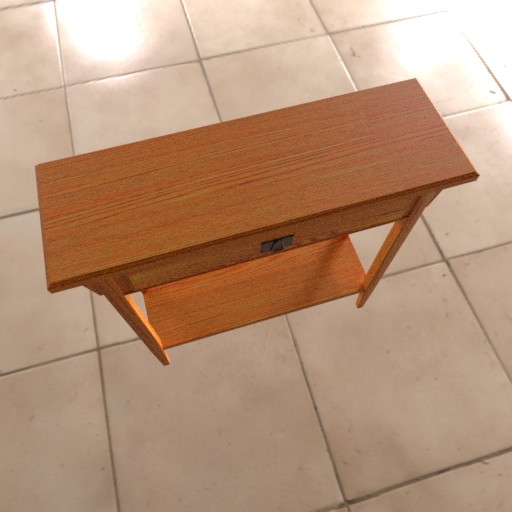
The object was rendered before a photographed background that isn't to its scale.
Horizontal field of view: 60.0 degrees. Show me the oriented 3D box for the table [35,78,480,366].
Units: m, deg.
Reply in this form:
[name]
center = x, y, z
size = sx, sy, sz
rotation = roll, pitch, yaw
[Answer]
[table]
center = 0.000, 0.000, 1.111
size = 0.762, 0.711, 0.254
rotation = -15, 65, -7
